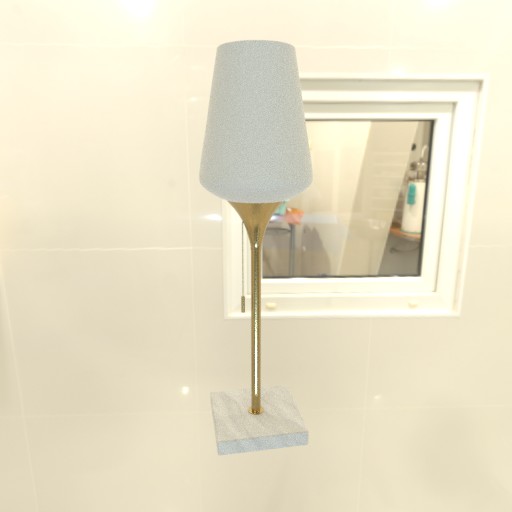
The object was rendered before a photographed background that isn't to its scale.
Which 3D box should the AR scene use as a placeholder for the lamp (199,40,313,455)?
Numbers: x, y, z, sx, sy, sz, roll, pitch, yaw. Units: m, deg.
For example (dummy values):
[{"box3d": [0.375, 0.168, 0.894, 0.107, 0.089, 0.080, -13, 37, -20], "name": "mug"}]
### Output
[{"box3d": [0.000, 0.000, 0.740, 0.181, 0.639, 0.181, -3, 15, -10], "name": "lamp"}]
